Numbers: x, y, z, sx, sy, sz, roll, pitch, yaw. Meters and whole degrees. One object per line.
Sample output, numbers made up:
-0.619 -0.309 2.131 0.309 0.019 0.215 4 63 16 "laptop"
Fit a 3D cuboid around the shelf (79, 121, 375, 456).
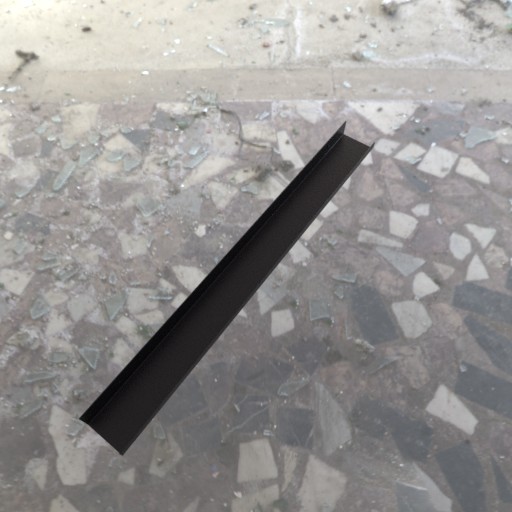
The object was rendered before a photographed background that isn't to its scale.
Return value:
0.000 0.000 0.972 0.092 0.049 0.924 32 64 18 "shelf"
